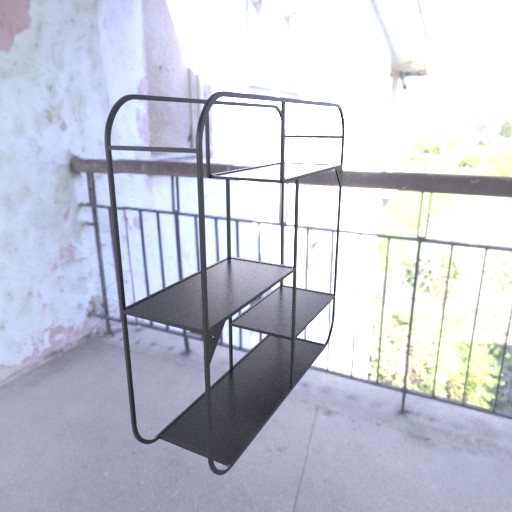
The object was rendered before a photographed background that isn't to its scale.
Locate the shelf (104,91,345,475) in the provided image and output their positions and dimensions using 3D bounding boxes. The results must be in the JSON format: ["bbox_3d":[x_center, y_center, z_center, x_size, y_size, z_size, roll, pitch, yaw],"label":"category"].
[{"bbox_3d":[0.000,0.000,0.903,0.160,0.600,0.600,9,19,27],"label":"shelf"}]
